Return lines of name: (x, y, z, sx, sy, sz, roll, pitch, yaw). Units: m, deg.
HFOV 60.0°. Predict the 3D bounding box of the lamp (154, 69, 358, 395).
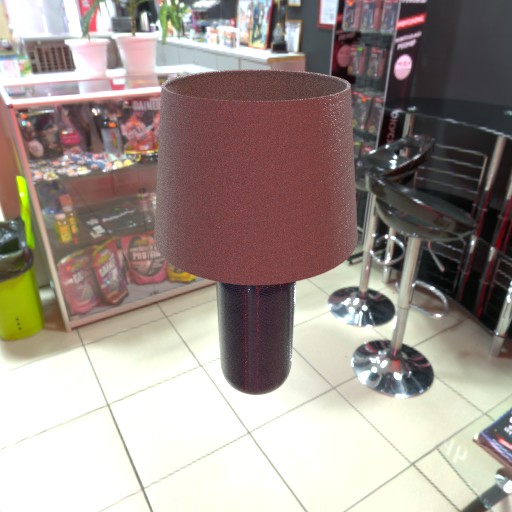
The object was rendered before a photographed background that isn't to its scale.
lamp: (0.000, 0.000, 0.581, 0.253, 0.428, 0.253, 0, 30, 0)
